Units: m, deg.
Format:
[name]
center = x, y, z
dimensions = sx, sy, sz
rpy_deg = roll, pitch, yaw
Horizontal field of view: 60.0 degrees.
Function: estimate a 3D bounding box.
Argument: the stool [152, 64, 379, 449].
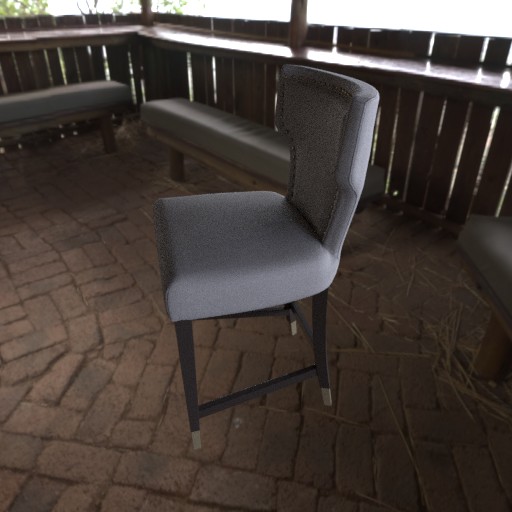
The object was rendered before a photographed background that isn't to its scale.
[stool]
center = 0.000, 0.000, 1.315
dimensions = 0.563, 0.982, 0.527
rpy_deg = -8, 32, -12
